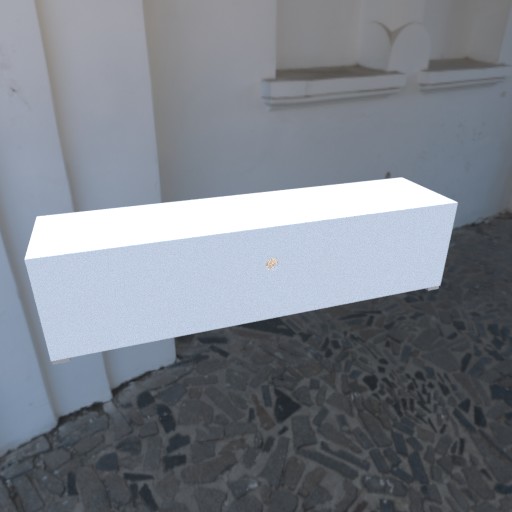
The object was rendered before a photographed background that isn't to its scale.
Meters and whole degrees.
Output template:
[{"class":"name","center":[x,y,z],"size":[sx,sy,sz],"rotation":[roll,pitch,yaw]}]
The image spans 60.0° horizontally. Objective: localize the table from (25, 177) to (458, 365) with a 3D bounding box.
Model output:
[{"class":"table","center":[0.000,0.000,1.872],"size":[1.650,0.420,0.390],"rotation":[-9,28,-17]}]
